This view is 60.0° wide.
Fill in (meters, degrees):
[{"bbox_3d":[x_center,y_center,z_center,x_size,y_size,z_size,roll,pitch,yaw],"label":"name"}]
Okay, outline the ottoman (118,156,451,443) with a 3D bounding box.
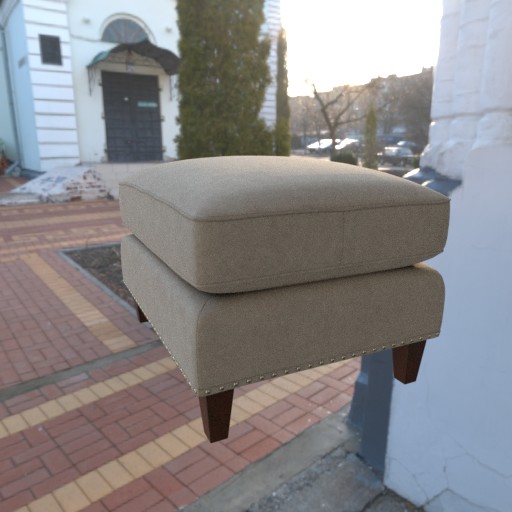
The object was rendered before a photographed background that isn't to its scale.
[{"bbox_3d":[0.000,0.000,1.164,0.584,0.513,0.741,-7,16,-25],"label":"ottoman"}]
